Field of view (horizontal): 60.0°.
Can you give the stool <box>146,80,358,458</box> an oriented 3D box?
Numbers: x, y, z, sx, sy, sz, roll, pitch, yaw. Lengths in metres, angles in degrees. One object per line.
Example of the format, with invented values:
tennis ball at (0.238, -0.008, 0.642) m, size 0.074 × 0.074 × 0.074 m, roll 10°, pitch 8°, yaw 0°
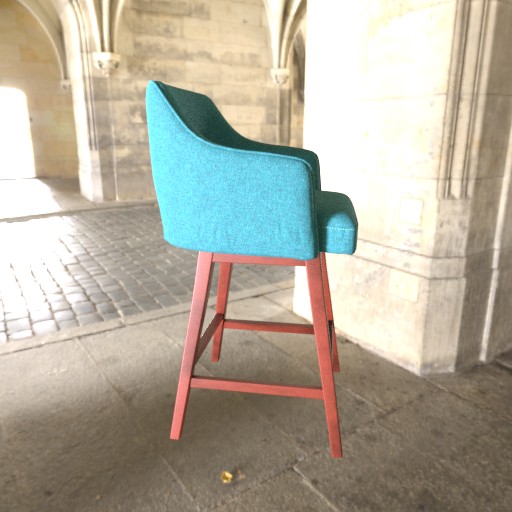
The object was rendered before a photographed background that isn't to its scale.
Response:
stool at (0.000, 0.000, 1.313) m, size 0.556 × 0.961 × 0.548 m, roll 3°, pitch 16°, yaw 9°
